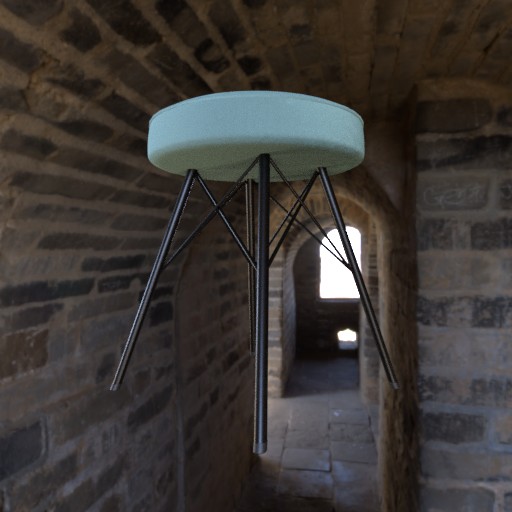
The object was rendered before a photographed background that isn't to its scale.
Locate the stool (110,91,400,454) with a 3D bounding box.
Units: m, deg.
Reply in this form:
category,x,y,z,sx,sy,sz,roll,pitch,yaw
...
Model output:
category,x,y,z,sx,sy,sz,roll,pitch,yaw
stool,0.000,0.000,0.862,0.458,0.519,0.457,0,1,-38
